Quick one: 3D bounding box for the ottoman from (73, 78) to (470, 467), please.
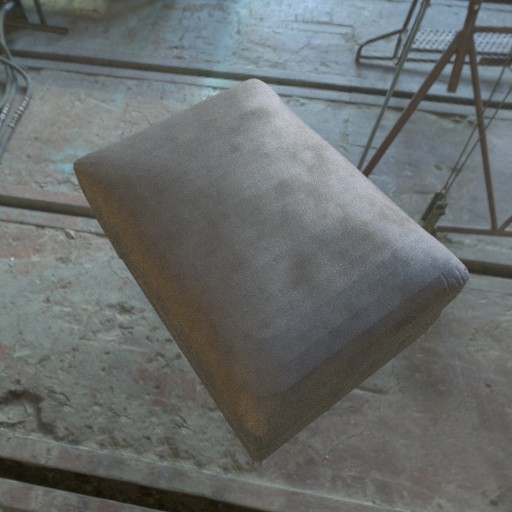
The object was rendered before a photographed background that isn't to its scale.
[{"bbox_3d":[0.000,0.000,1.045,0.520,0.456,0.719,-32,64,-17],"label":"ottoman"}]
